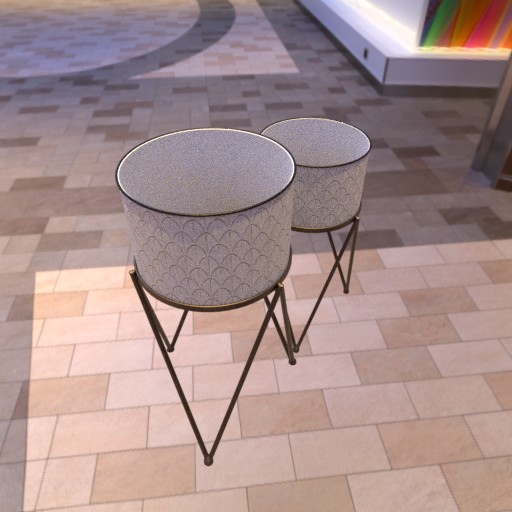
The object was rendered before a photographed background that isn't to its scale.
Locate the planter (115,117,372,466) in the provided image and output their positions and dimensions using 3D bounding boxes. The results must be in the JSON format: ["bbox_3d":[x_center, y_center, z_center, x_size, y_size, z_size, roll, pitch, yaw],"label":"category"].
[{"bbox_3d":[0.000,0.000,1.173,0.413,0.712,0.769,26,46,28],"label":"planter"}]
